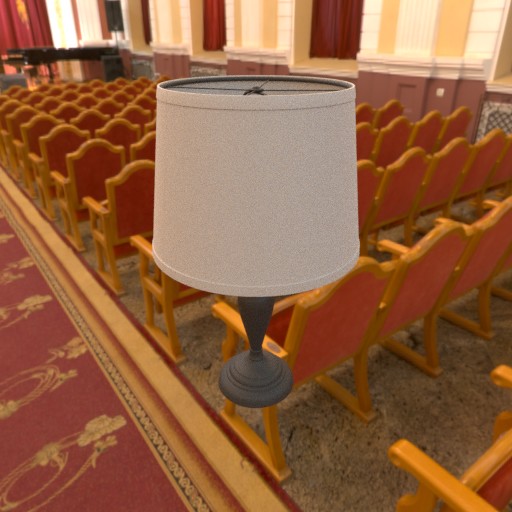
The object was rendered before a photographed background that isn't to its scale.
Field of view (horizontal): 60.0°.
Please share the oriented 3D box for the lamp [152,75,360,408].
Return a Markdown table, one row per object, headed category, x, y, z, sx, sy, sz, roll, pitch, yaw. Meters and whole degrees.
| category | x | y | z | sx | sy | sz | roll | pitch | yaw |
| --- | --- | --- | --- | --- | --- | --- | --- | --- | --- |
| lamp | 0.000 | 0.000 | 0.688 | 0.310 | 0.501 | 0.310 | 0 | 27 | 0 |
